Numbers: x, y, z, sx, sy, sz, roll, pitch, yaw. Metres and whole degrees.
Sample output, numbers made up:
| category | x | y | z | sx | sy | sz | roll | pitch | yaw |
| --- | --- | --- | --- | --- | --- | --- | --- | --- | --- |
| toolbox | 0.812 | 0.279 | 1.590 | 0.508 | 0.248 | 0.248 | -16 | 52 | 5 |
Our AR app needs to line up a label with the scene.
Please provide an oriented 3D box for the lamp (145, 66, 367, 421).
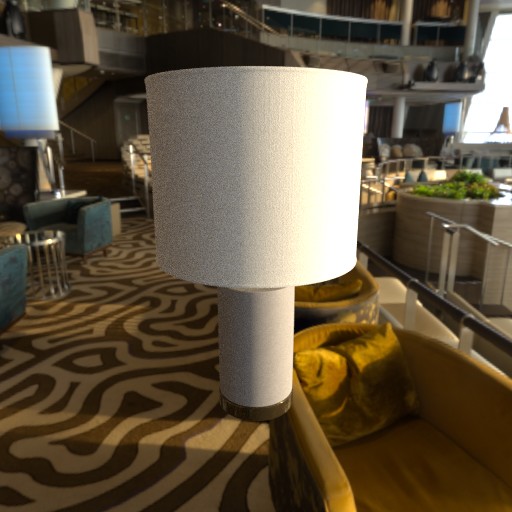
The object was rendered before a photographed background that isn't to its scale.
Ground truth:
| category | x | y | z | sx | sy | sz | roll | pitch | yaw |
| --- | --- | --- | --- | --- | --- | --- | --- | --- | --- |
| lamp | 0.000 | 0.000 | 0.518 | 0.229 | 0.380 | 0.229 | 0 | 15 | 0 |
